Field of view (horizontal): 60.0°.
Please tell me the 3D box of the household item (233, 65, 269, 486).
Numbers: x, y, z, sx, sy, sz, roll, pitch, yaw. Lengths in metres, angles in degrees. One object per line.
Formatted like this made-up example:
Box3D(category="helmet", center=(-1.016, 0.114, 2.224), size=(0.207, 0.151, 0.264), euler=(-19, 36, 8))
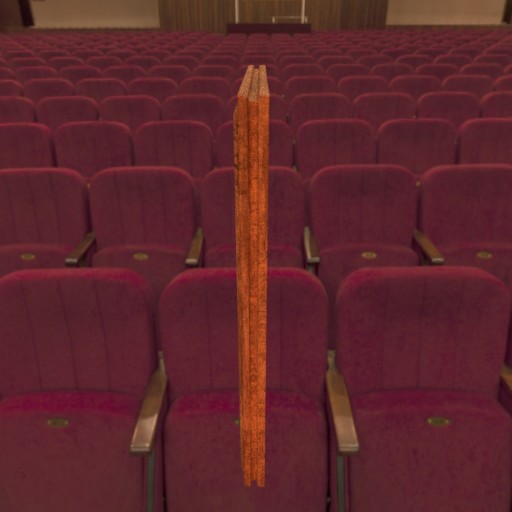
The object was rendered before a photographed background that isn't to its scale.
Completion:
Box3D(category="household item", center=(0.000, 0.000, 0.313), size=(0.018, 0.237, 0.186), euler=(0, 27, 0))
